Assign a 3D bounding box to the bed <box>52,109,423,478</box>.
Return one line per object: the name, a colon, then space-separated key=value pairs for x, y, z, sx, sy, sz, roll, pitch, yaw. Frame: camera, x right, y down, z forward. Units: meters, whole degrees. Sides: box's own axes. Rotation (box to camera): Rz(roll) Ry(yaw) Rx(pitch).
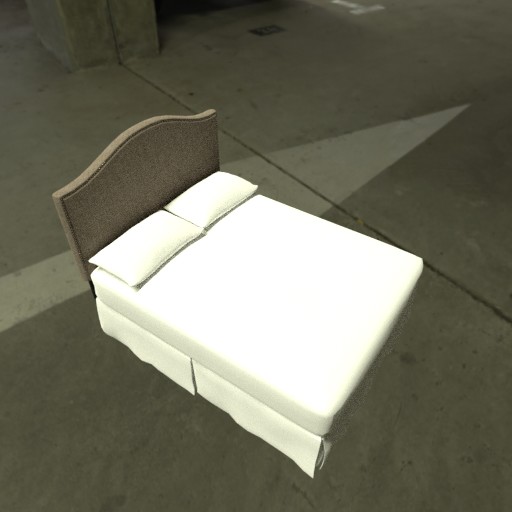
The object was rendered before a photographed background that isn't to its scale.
bed: x=0.000 y=0.000 z=3.274 sx=2.153 sy=1.518 sz=1.713 roll=25 pitch=47 yaw=25
